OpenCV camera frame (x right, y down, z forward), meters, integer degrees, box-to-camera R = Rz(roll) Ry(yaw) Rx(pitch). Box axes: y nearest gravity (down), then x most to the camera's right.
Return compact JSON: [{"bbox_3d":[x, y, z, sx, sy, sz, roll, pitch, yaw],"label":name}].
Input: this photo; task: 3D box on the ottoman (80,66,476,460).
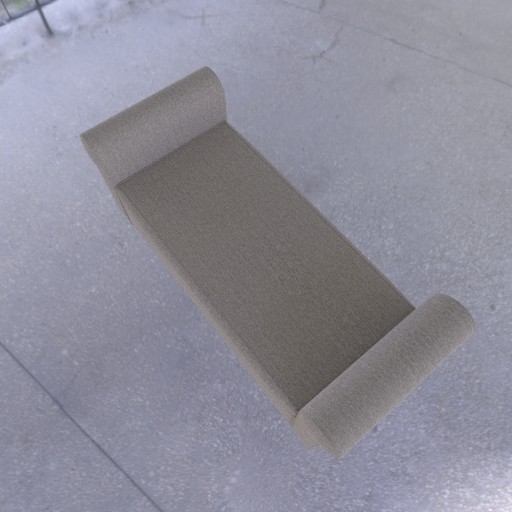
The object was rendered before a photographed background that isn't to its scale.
[{"bbox_3d":[0.000,0.000,1.530,0.521,0.547,1.256,-36,69,-16],"label":"ottoman"}]
